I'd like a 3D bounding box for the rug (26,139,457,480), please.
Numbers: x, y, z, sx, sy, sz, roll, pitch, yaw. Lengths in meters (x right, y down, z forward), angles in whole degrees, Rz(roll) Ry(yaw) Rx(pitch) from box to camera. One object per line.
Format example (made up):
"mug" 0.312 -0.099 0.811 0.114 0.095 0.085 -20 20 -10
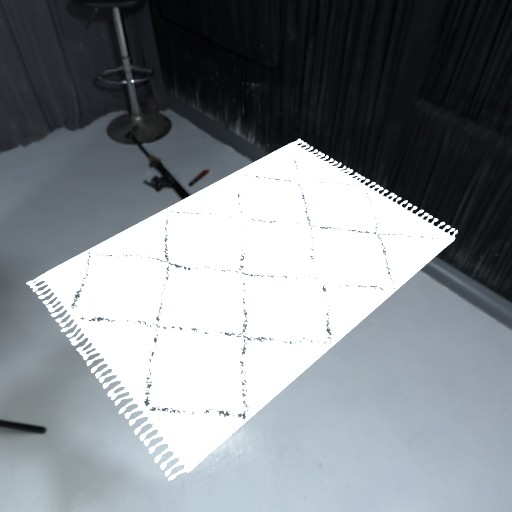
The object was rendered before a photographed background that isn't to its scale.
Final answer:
"rug" 0.000 0.000 2.761 2.307 0.031 1.494 -33 55 -27
